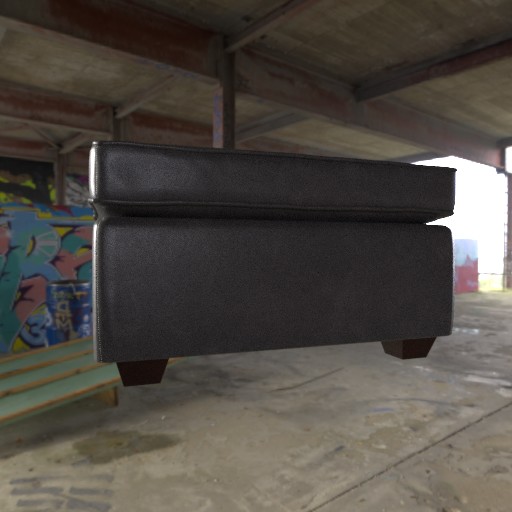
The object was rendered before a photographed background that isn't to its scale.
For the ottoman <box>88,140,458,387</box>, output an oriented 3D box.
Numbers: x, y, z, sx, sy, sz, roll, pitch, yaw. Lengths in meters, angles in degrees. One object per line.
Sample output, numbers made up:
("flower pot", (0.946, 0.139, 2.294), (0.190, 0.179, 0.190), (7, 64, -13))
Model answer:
("ottoman", (0.000, 0.000, 1.082), (0.756, 0.445, 0.554), (0, 1, -19))
